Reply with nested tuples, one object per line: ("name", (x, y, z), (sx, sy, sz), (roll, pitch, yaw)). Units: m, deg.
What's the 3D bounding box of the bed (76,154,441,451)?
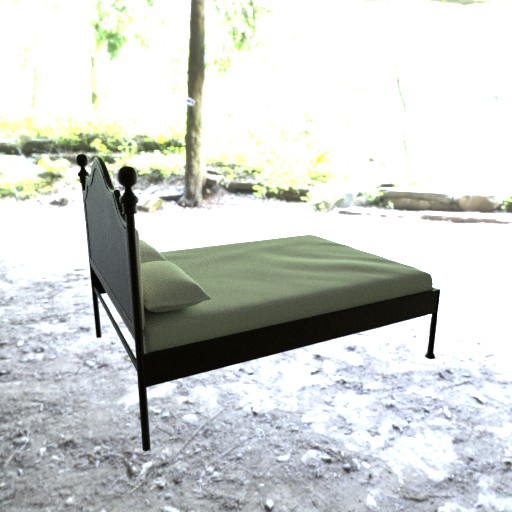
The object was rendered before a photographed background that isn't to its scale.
("bed", (0.000, 0.000, 3.328), (2.224, 1.499, 1.642), (-8, 17, -27))
